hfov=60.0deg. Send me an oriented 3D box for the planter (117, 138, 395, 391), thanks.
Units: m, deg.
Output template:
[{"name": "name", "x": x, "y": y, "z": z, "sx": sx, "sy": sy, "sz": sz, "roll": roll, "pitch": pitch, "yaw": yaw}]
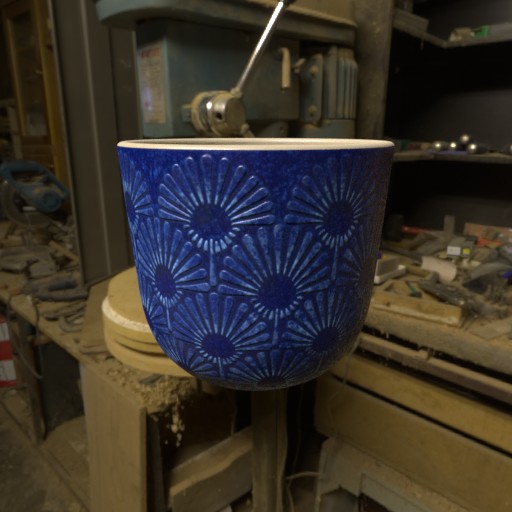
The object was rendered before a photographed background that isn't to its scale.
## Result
[{"name": "planter", "x": 0.000, "y": 0.000, "z": 0.303, "sx": 0.170, "sy": 0.153, "sz": 0.170, "roll": 0, "pitch": 16, "yaw": 0}]
